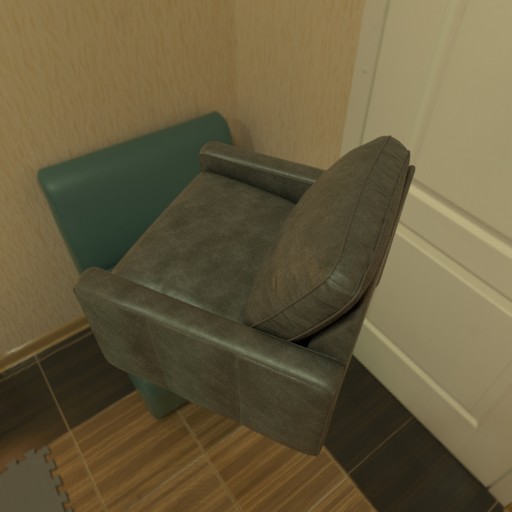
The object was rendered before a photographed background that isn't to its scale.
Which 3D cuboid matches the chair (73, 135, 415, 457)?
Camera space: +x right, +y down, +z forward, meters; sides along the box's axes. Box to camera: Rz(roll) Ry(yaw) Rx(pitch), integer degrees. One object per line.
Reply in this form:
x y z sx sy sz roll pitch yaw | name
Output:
0.000 0.000 1.743 0.939 0.916 1.006 18 50 16 | chair
